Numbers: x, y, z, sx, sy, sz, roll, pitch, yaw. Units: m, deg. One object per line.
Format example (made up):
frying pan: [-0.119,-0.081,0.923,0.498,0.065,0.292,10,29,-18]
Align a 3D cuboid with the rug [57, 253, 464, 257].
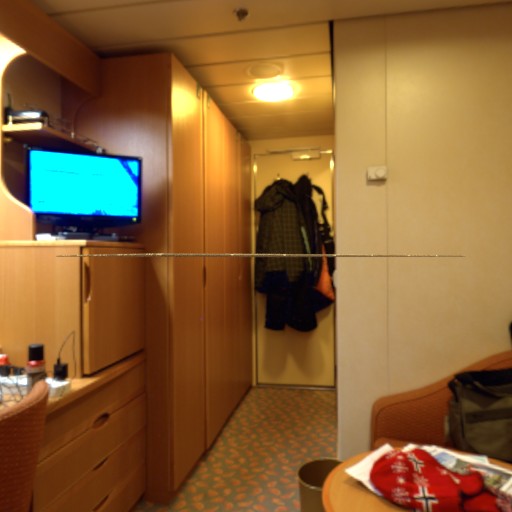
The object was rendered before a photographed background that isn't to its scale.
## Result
rug: [0.000,0.000,4.246,3.062,0.012,2.457,0,0,-36]
